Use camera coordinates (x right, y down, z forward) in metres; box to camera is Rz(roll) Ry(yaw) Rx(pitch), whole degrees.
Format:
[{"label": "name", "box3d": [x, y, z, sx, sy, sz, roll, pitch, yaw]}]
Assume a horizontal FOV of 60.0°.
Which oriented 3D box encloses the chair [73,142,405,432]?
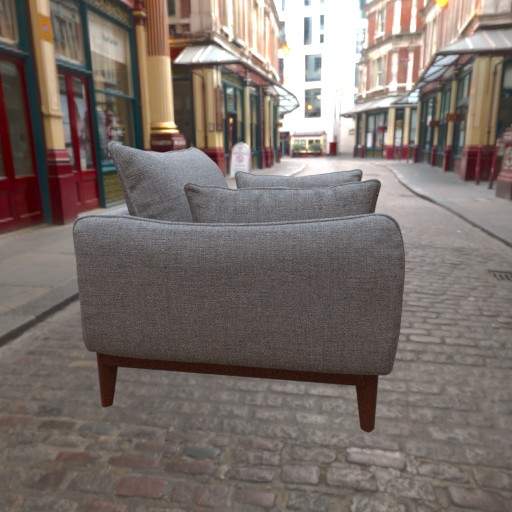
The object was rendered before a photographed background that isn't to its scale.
[{"label": "chair", "box3d": [0.000, 0.000, 1.707, 0.976, 0.839, 0.993, 2, 14, 9]}]
